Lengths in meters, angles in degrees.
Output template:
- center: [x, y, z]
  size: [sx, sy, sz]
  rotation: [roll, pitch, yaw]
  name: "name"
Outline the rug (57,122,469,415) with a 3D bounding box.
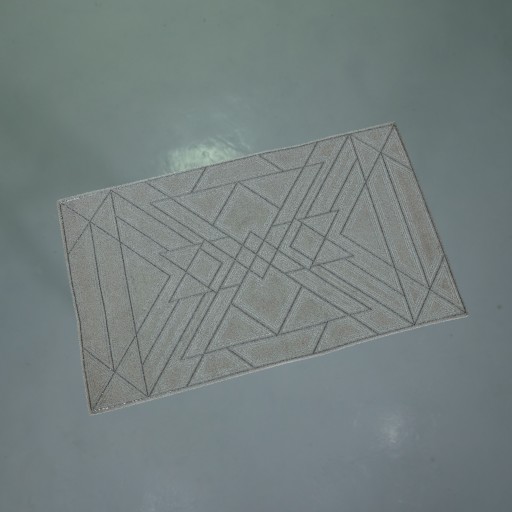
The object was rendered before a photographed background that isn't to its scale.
- center: [0.000, 0.000, 1.039]
  size: [0.869, 0.008, 0.511]
  rotation: [-14, 76, -4]
  name: "rug"
